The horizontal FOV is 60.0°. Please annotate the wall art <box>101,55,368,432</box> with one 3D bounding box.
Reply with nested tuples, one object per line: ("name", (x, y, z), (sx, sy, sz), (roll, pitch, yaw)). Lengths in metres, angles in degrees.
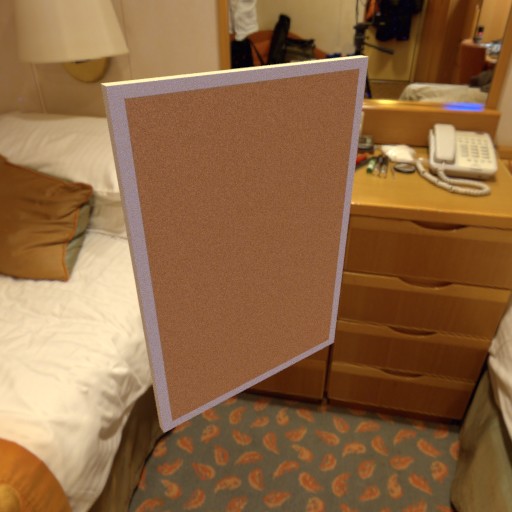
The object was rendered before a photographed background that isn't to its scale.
("wall art", (0.000, 0.000, 0.548), (0.303, 0.433, 0.013), (-20, 37, -29))
